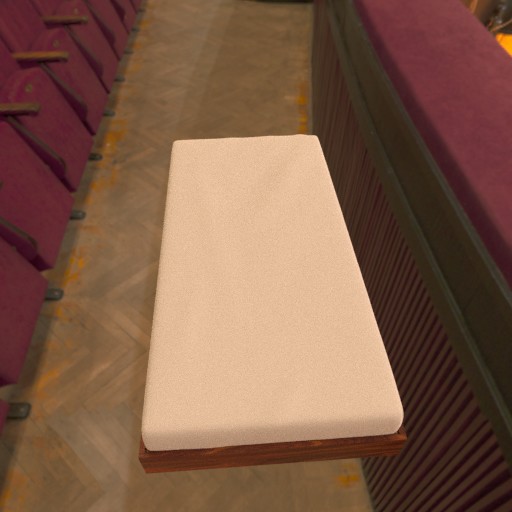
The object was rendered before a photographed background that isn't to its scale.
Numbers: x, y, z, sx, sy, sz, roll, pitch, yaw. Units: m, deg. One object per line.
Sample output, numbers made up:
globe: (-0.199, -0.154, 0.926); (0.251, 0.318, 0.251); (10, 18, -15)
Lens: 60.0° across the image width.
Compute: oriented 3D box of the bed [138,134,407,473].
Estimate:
bed: (0.000, 0.000, 2.183); (0.940, 0.312, 1.860); (-3, 46, -3)
